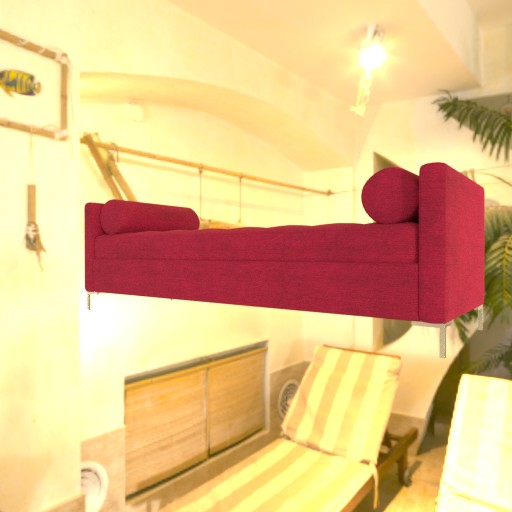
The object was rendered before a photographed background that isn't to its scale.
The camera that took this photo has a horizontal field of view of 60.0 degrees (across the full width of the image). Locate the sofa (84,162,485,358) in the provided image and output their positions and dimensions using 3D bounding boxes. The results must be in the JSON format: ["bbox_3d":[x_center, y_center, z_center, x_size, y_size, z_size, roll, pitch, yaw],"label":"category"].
[{"bbox_3d":[0.000,0.000,2.247,1.981,0.635,0.686,0,1,37],"label":"sofa"}]
